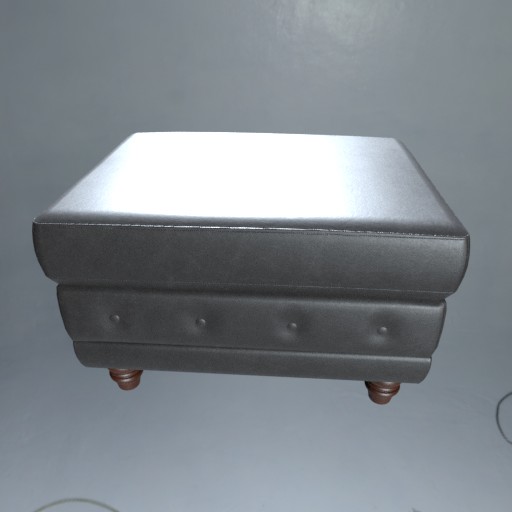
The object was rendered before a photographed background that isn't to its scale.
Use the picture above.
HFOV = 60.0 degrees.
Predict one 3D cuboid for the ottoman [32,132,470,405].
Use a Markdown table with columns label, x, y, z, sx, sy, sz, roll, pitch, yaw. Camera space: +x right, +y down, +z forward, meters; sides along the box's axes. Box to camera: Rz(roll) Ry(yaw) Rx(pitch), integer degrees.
| label | x | y | z | sx | sy | sz | roll | pitch | yaw |
| --- | --- | --- | --- | --- | --- | --- | --- | --- | --- |
| ottoman | 0.000 | 0.000 | 1.126 | 0.795 | 0.498 | 0.590 | 2 | 31 | 3 |
